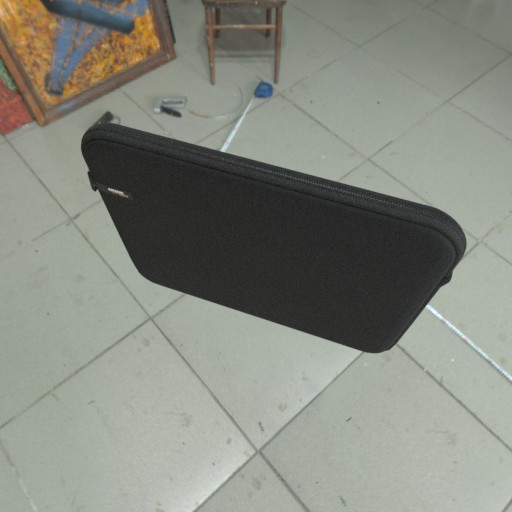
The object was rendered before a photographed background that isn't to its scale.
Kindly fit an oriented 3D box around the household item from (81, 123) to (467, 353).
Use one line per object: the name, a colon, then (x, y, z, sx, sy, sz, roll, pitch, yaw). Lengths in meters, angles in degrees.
household item: (0.000, 0.000, 0.522, 0.396, 0.305, 0.030, 17, 60, 10)
